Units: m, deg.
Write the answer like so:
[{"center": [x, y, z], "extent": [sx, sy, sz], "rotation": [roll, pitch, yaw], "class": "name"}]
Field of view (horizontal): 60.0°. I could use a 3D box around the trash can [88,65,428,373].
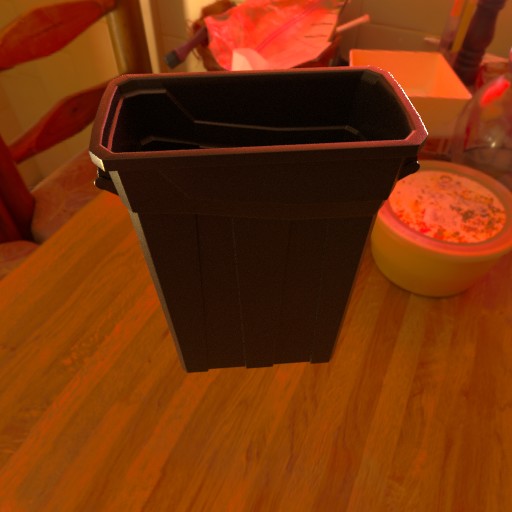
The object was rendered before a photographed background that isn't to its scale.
[{"center": [0.000, 0.000, 1.045], "extent": [0.559, 0.762, 0.281], "rotation": [-3, 47, -3], "class": "trash can"}]
